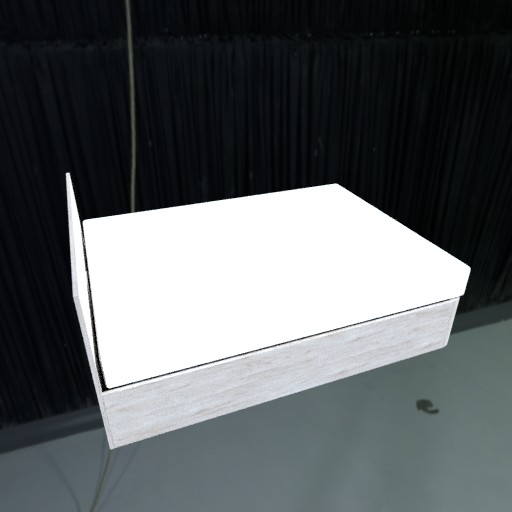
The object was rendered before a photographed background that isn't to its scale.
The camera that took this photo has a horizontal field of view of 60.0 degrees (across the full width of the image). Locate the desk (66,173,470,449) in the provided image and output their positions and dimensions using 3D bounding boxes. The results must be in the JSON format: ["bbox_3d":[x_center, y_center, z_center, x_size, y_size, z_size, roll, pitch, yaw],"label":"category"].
[{"bbox_3d":[0.000,0.000,2.590,1.900,0.800,1.400,-11,31,-19],"label":"desk"}]
